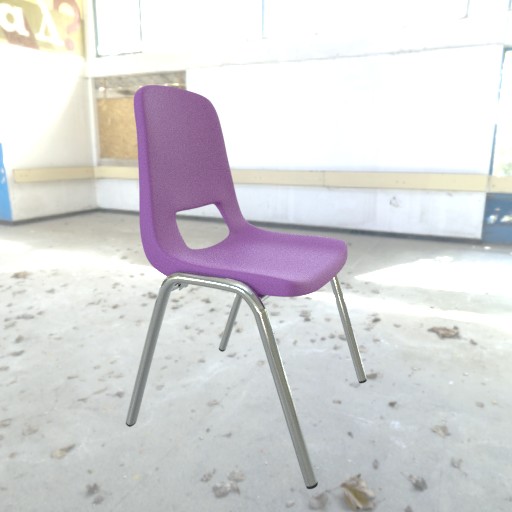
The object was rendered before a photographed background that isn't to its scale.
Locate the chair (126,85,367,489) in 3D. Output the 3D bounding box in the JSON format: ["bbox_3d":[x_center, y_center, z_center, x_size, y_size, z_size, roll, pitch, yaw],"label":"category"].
[{"bbox_3d":[0.000,0.000,0.668,0.301,0.493,0.291,7,16,25],"label":"chair"}]
